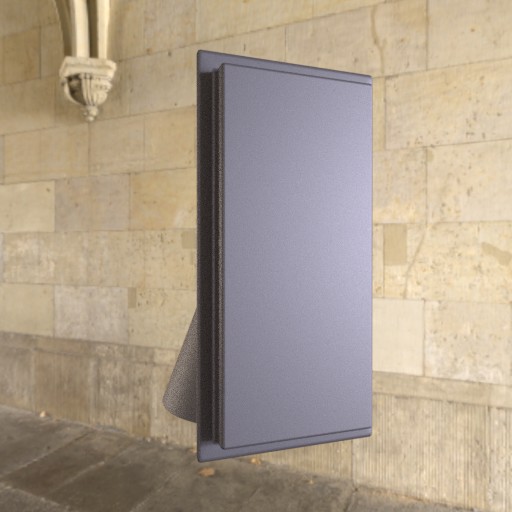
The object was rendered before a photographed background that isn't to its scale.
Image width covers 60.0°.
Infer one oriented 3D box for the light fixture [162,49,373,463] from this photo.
[{"bbox_3d":[0.000,0.000,0.421,0.170,0.298,0.207,0,0,-19],"label":"light fixture"}]
